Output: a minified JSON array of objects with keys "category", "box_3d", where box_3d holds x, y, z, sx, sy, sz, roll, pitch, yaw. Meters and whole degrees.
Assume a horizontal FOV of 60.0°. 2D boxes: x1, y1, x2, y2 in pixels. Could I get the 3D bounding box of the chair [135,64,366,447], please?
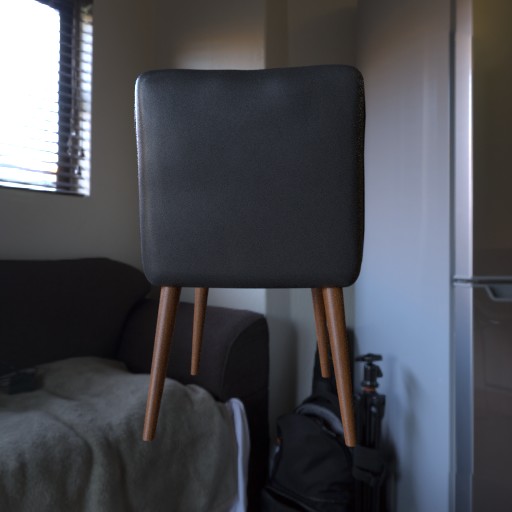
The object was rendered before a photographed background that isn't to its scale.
[{"category":"chair","box_3d":[0.000,0.000,1.214,0.543,0.801,0.645,0,0,-1]}]
